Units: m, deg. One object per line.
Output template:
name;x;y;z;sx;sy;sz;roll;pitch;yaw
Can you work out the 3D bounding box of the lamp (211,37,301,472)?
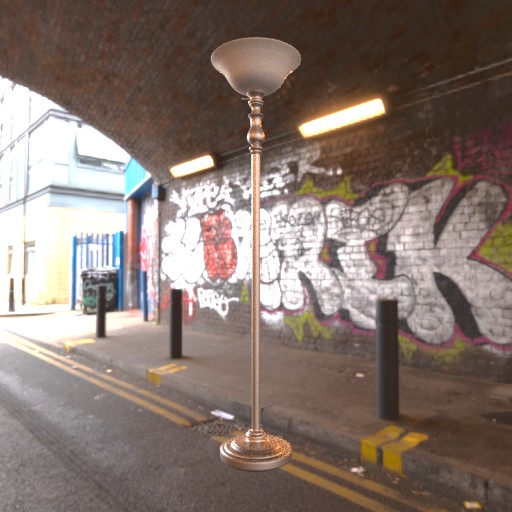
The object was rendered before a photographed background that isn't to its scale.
lamp;0.000;0.000;1.977;0.405;1.771;0.405;0;-2;-2
